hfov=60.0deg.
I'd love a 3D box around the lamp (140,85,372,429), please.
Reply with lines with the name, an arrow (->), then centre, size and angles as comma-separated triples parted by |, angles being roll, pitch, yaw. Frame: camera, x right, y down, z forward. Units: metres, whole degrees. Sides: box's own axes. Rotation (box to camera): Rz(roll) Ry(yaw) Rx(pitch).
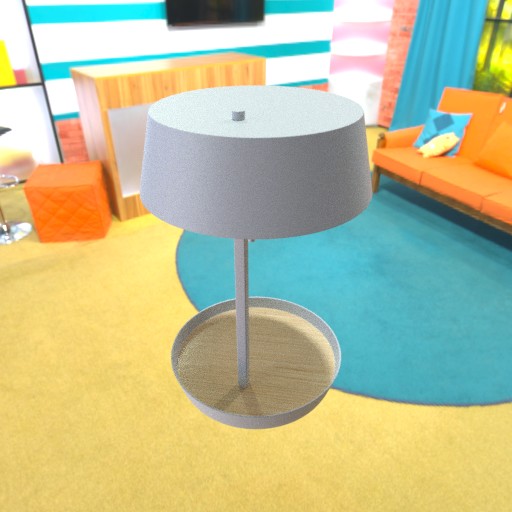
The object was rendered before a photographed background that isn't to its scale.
lamp -> 0.000, 0.000, 0.624 | 0.291, 0.429, 0.291 | 0, 32, 0
